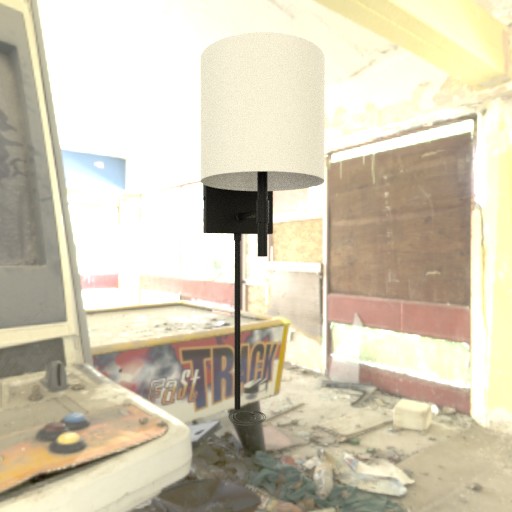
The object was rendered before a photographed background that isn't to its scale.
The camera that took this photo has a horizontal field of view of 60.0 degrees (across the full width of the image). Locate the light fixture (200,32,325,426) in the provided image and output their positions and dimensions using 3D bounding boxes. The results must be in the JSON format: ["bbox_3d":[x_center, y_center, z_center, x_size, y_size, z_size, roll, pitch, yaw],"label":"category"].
[{"bbox_3d":[0.000,0.000,0.705,0.188,0.589,0.248,0,0,-19],"label":"light fixture"}]
